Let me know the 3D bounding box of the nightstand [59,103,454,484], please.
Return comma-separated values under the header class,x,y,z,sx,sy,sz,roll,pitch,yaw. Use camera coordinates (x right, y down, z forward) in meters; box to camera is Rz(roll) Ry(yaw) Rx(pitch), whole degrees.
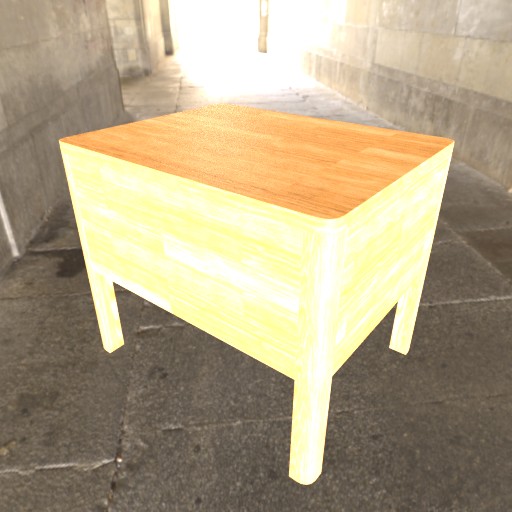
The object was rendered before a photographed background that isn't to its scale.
class,x,y,z,sx,sy,sz,roll,pitch,yaw
nightstand,0.000,0.000,0.897,0.560,0.470,0.440,21,35,33
